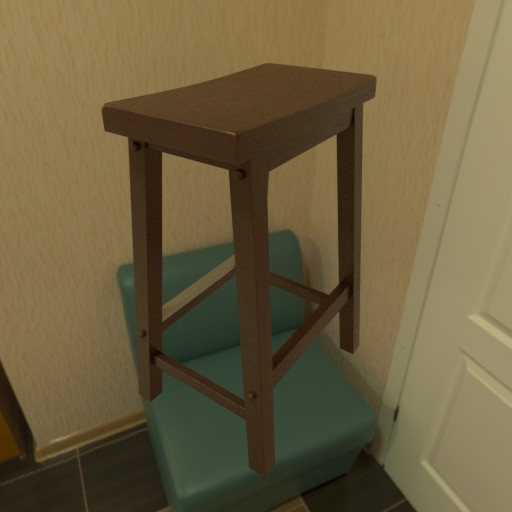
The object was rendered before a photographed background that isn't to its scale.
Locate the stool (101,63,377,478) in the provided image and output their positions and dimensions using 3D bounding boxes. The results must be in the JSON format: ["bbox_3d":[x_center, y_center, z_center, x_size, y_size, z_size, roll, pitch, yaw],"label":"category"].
[{"bbox_3d":[0.000,0.000,0.842,0.322,0.610,0.406,21,38,29],"label":"stool"}]
